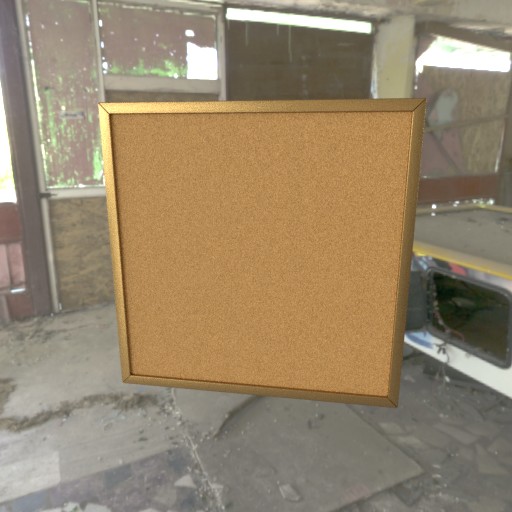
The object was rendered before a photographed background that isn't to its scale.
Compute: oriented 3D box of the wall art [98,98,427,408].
[{"bbox_3d":[0.000,0.000,0.462,0.305,0.305,0.037,2,15,9],"label":"wall art"}]
